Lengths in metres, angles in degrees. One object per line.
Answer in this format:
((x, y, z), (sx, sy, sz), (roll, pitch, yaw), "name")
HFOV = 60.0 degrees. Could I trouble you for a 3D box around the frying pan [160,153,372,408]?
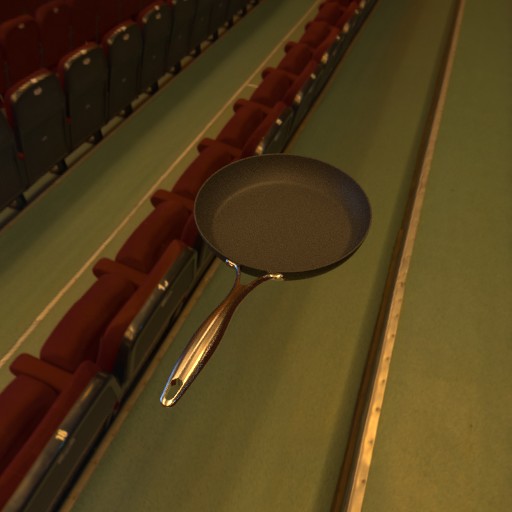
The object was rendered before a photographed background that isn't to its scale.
((0.000, 0.000, 0.571), (0.255, 0.105, 0.472), (16, 49, 14), "frying pan")
